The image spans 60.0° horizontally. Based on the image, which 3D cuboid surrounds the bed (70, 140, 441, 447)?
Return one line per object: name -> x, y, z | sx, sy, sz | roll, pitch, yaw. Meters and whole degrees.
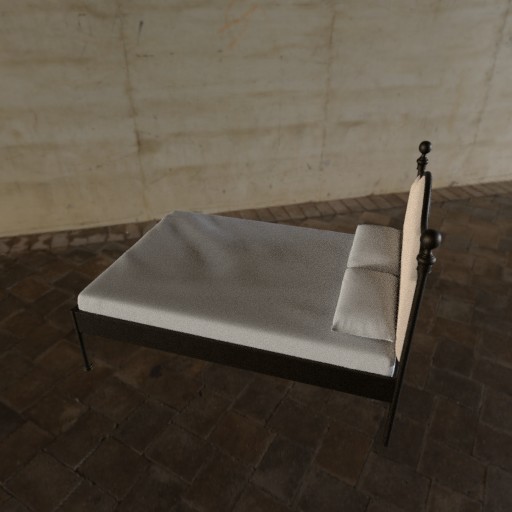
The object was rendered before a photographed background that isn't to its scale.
bed -> 0.000, 0.000, 3.180 | 2.170, 1.462, 1.533 | 9, 32, 15
